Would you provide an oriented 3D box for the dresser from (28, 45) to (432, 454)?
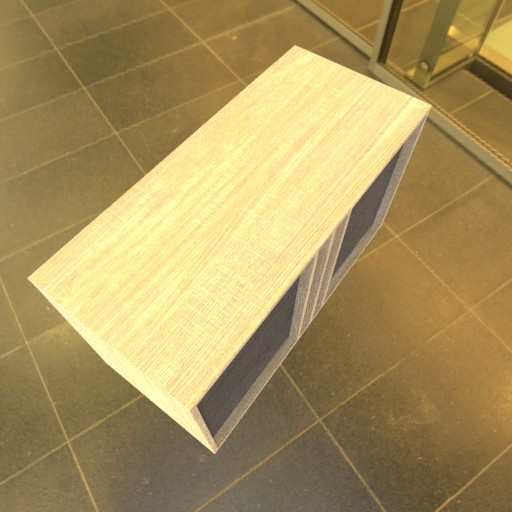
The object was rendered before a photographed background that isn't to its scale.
[{"bbox_3d":[0.000,0.000,1.518,0.500,0.780,1.110,32,64,18],"label":"dresser"}]
